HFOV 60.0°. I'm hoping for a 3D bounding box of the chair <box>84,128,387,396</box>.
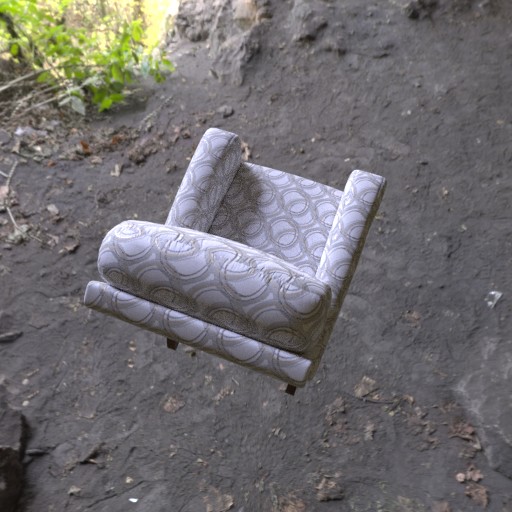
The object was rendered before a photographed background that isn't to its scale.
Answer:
[{"bbox_3d":[0.000,0.000,1.734,0.796,1.065,0.995,19,65,9],"label":"chair"}]
